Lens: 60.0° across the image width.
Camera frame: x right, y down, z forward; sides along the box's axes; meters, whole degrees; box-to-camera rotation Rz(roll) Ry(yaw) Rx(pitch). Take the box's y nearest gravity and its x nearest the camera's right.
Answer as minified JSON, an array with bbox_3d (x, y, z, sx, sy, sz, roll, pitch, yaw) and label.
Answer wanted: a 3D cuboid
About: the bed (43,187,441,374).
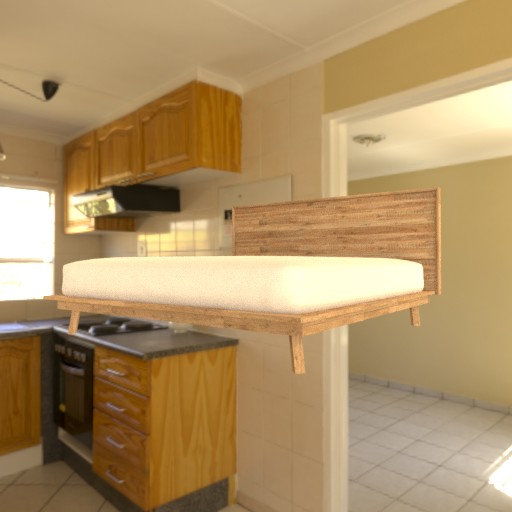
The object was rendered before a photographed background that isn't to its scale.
[{"bbox_3d":[0.000,0.000,3.325,2.116,1.100,2.167,-1,-1,36],"label":"bed"}]
